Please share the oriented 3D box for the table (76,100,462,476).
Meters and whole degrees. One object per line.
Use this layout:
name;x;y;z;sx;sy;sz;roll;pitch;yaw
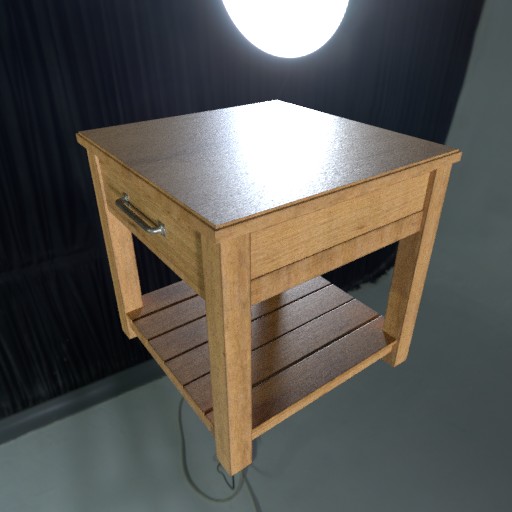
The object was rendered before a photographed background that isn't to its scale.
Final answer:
table;0.000;0.000;1.127;0.612;0.593;0.616;-21;37;-31
